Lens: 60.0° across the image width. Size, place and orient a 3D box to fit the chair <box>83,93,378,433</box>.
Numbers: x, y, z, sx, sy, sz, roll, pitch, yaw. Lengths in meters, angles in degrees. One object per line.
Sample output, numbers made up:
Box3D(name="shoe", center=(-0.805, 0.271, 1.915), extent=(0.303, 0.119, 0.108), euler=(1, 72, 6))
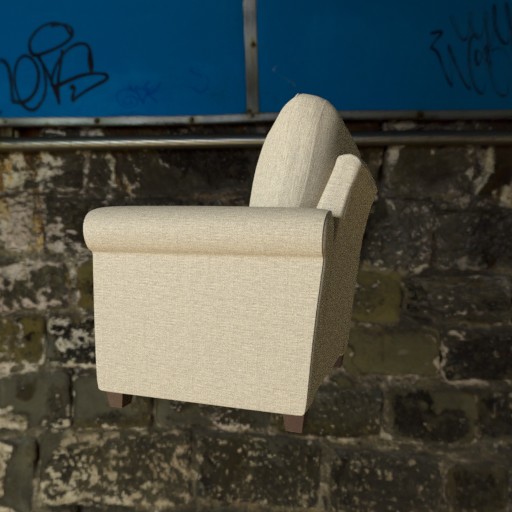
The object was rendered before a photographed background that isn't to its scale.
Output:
Box3D(name="chair", center=(0.000, 0.000, 2.326), extent=(1.180, 1.349, 1.275), euler=(0, 1, 19))
